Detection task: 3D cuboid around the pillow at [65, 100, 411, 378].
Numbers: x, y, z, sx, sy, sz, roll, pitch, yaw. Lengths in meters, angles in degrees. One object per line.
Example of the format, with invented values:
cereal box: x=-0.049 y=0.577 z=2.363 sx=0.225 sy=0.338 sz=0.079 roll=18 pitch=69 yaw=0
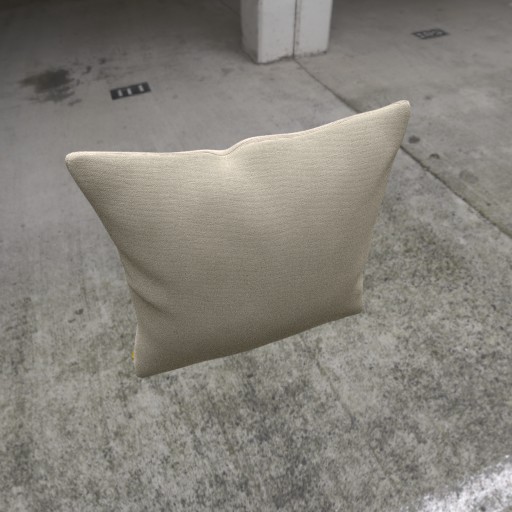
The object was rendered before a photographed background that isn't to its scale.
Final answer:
pillow: x=0.000 y=0.000 z=0.666 sx=0.437 sy=0.420 sz=0.162 roll=-14 pitch=44 yaw=-15
